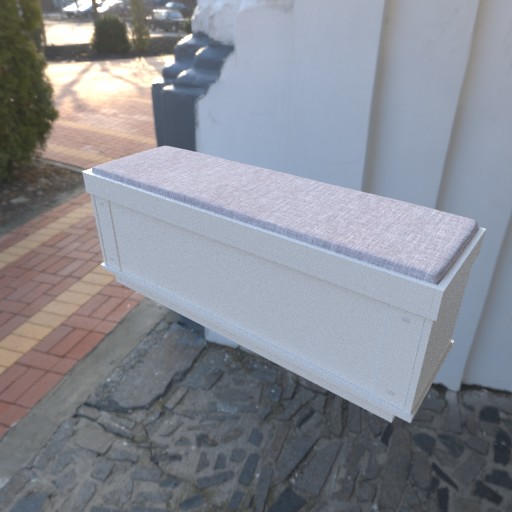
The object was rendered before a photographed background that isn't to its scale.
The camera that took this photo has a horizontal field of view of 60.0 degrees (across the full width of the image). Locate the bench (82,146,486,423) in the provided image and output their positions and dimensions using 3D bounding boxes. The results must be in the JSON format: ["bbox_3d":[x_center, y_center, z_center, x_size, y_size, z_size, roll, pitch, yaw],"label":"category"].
[{"bbox_3d":[0.000,0.000,1.412,1.196,0.453,0.363,20,35,32],"label":"bench"}]
